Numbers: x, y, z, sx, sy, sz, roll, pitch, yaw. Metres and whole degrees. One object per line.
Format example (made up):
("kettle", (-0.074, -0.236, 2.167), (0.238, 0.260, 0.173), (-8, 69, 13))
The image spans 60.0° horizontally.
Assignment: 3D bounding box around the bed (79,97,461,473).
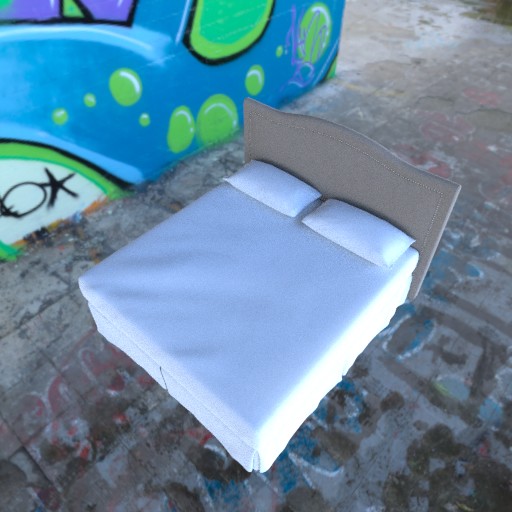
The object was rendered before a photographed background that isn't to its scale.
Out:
("bed", (0.000, 0.000, 3.547), (2.083, 1.421, 2.182), (32, 54, 27))
